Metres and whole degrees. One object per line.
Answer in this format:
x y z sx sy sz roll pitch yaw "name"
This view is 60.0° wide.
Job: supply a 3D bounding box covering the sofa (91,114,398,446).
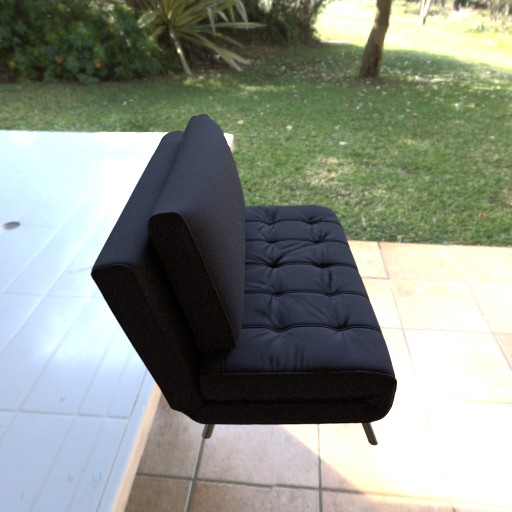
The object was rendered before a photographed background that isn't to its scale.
0.000 0.000 1.854 0.910 0.910 1.220 0 32 -1 "sofa"
